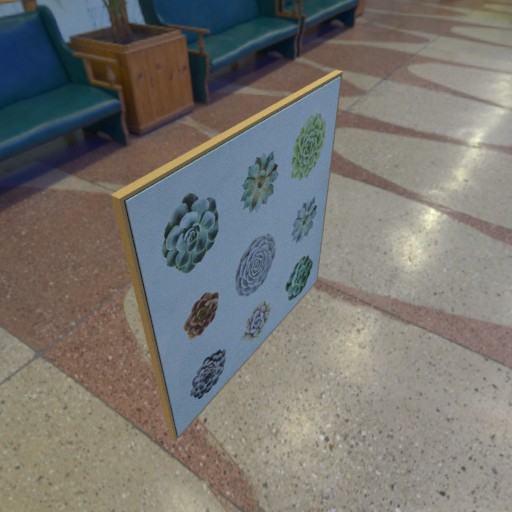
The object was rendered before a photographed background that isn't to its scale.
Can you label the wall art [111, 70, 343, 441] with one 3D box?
[{"bbox_3d":[0.000,0.000,0.706,0.013,0.455,0.457,25,46,26],"label":"wall art"}]
